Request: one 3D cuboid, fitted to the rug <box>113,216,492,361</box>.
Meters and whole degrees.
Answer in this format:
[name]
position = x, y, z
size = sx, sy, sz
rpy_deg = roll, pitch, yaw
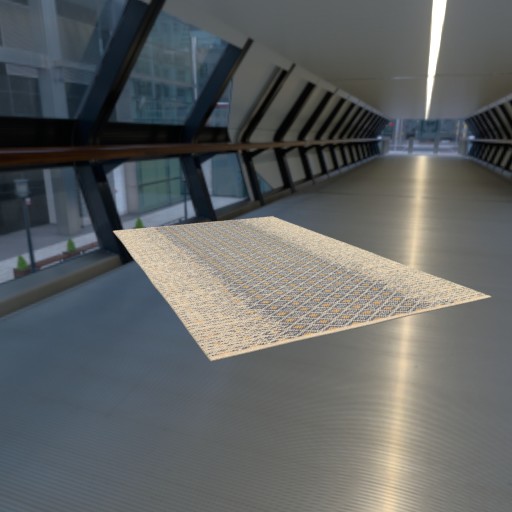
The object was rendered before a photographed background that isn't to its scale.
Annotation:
[rug]
position = 0.000, 0.000, 3.038
size = 1.541, 0.008, 2.448
rpy_deg = -7, 18, -24
